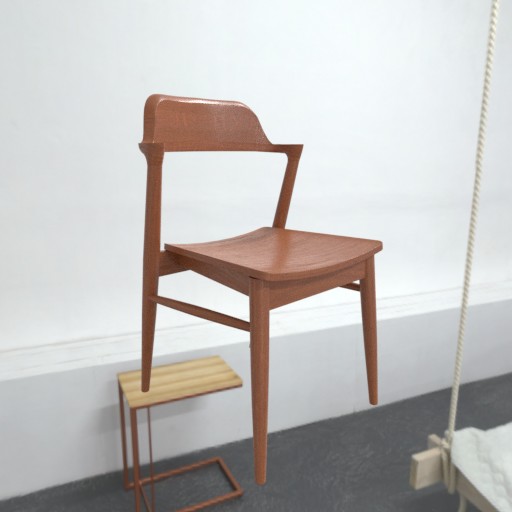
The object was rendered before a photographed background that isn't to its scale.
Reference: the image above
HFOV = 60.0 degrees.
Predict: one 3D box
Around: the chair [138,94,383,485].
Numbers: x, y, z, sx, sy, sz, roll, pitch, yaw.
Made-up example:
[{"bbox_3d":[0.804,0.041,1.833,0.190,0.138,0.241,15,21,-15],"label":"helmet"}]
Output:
[{"bbox_3d":[0.000,0.000,1.129,0.496,0.801,0.499,-12,18,-42],"label":"chair"}]
